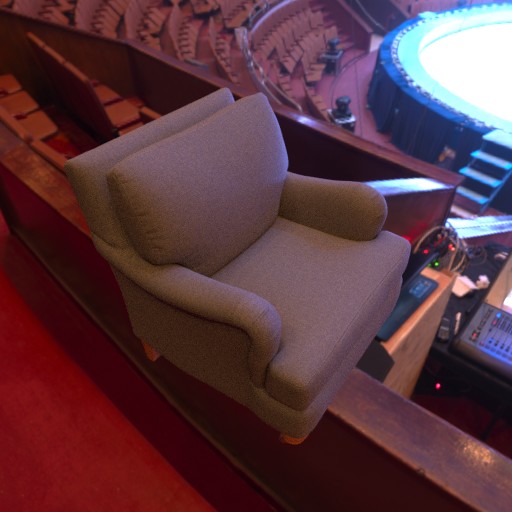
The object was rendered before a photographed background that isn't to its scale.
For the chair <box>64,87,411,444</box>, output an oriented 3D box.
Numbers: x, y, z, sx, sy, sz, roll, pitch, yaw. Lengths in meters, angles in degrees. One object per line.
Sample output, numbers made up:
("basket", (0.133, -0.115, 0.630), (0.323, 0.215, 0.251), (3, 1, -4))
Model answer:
("chair", (0.000, 0.000, 1.874), (1.070, 1.038, 0.955), (26, 47, 26))
